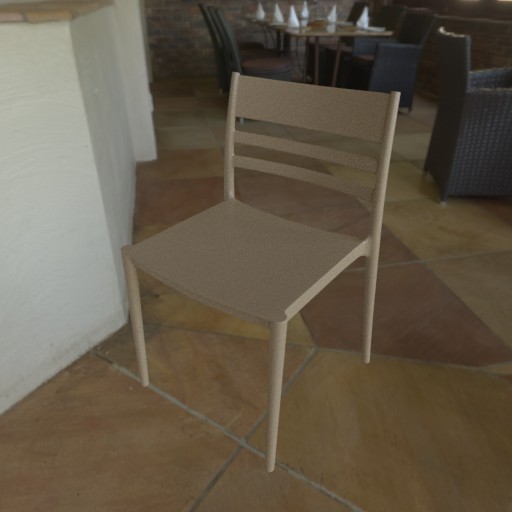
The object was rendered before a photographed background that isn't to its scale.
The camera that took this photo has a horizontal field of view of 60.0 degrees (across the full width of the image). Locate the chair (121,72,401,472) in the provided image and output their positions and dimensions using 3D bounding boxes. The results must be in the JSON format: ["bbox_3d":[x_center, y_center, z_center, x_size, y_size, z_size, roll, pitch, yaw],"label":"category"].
[{"bbox_3d":[0.000,0.000,1.144,0.531,0.800,0.511,21,37,31],"label":"chair"}]
